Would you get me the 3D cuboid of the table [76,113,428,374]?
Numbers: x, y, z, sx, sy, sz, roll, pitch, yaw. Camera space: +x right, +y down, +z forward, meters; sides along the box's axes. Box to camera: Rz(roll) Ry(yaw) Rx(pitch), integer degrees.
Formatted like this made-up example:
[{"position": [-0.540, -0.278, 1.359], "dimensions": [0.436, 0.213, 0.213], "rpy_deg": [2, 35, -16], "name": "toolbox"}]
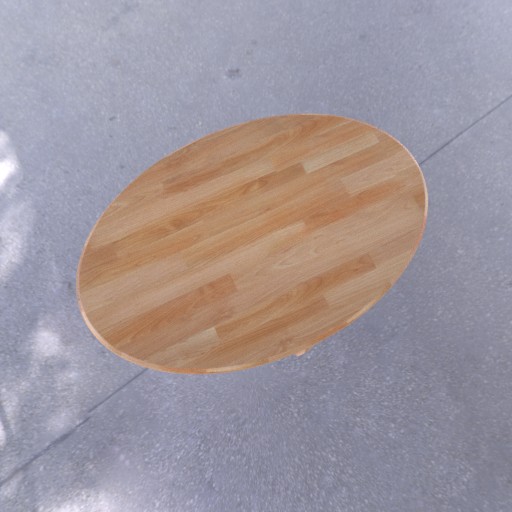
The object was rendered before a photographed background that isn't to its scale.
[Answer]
[{"position": [0.000, 0.000, 1.448], "dimensions": [1.040, 0.490, 0.690], "rpy_deg": [-25, 76, -7], "name": "table"}]
